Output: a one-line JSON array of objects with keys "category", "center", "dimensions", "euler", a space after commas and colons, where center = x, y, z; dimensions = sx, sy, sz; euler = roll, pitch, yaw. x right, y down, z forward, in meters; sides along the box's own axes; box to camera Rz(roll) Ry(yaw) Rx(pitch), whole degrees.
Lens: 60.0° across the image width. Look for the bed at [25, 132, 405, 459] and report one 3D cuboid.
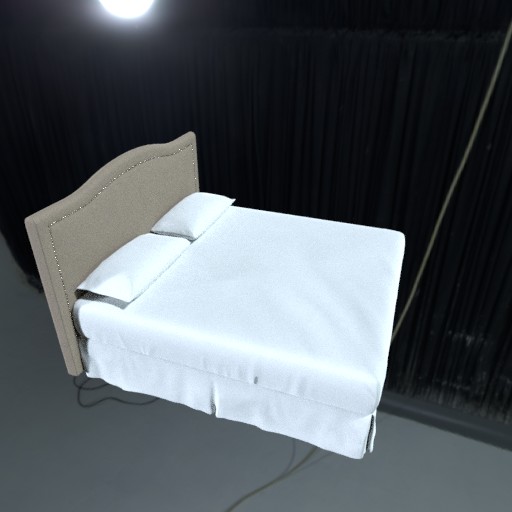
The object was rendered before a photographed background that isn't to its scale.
[{"category": "bed", "center": [0.000, 0.000, 3.437], "dimensions": [2.182, 1.421, 2.083], "euler": [10, 32, 17]}]
